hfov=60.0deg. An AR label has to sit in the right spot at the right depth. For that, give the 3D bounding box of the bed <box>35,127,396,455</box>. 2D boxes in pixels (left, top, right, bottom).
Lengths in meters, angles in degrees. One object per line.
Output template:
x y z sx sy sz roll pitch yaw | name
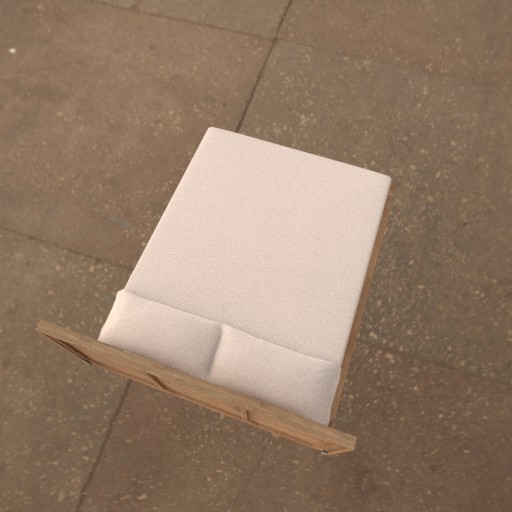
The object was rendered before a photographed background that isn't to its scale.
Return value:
0.000 0.000 3.173 1.759 1.071 2.145 18 65 9 | bed
